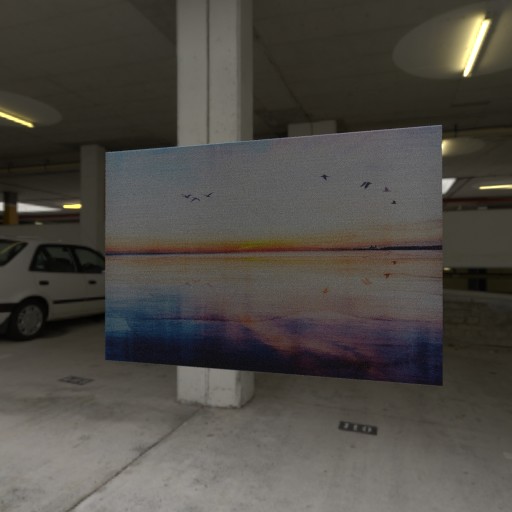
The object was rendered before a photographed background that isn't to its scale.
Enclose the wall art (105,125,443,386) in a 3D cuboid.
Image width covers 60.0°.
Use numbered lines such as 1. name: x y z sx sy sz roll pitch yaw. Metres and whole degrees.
1. wall art: 0.000 0.000 0.778 0.604 0.402 0.018 0 0 17
